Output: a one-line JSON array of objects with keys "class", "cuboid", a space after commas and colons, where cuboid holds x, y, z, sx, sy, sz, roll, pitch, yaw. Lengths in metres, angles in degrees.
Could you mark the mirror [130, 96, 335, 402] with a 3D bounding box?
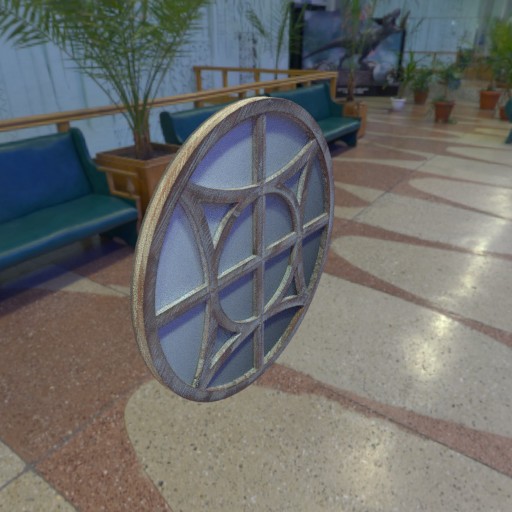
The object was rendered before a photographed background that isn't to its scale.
[{"class": "mirror", "cuboid": [0.000, 0.000, 1.051, 0.038, 0.710, 0.710, 18, 32, 32]}]
